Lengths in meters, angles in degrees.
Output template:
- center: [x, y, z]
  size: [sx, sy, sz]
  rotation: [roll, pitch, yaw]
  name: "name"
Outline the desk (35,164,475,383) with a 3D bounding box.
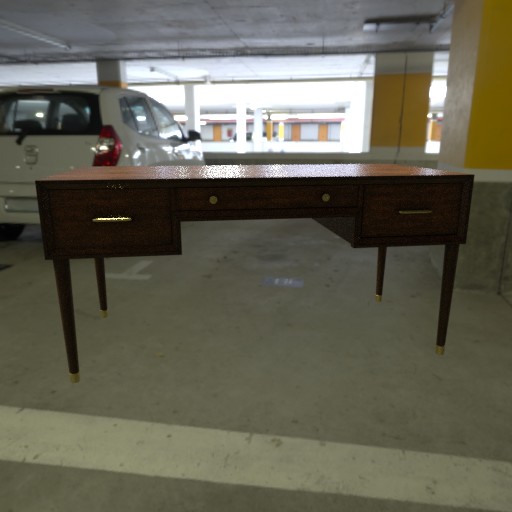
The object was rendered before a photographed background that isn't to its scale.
- center: [0.000, 0.000, 2.000]
  size: [1.575, 0.762, 0.724]
  rotation: [-2, 15, -8]
  name: "desk"
